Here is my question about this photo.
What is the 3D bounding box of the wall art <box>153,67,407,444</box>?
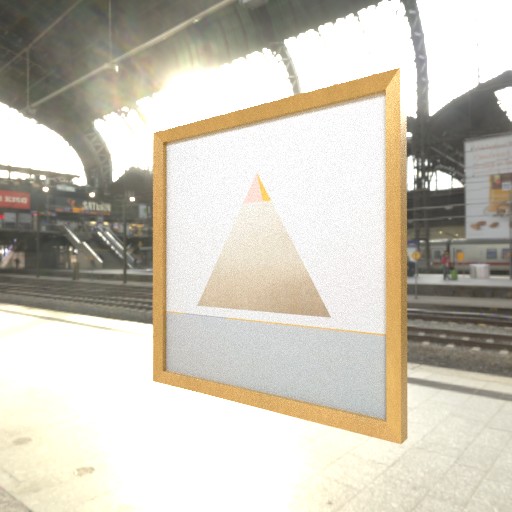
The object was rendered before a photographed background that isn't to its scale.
[{"bbox_3d":[0.000,0.000,2.896,1.935,1.936,0.097,0,-1,37],"label":"wall art"}]
